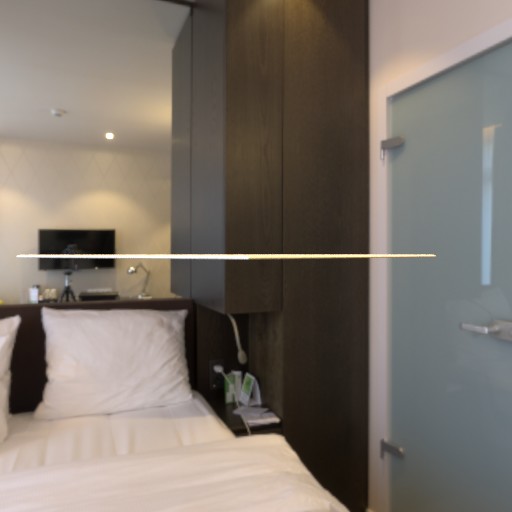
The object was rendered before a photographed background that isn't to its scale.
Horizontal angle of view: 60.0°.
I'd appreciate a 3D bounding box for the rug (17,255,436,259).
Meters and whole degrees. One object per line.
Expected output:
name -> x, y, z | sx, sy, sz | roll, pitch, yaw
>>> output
rug -> 0.000, 0.000, 2.801 | 1.598, 0.014, 2.202 | 0, 0, 37
